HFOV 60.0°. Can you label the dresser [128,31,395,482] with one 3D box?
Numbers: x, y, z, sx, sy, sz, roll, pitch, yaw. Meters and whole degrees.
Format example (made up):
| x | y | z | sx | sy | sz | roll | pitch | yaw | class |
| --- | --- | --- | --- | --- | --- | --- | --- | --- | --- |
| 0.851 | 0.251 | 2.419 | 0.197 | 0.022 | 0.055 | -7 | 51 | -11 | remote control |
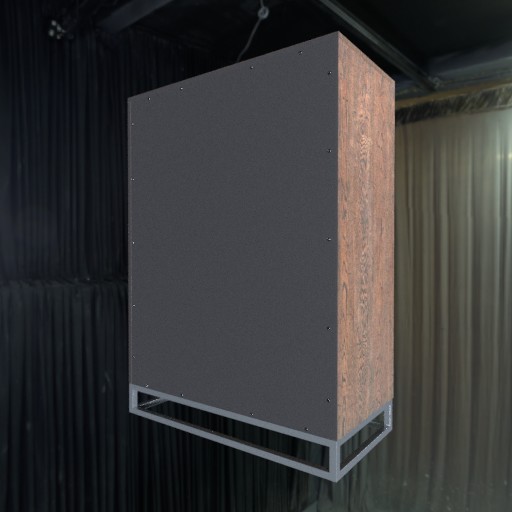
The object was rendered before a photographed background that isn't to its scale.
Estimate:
| x | y | z | sx | sy | sz | roll | pitch | yaw | class |
| --- | --- | --- | --- | --- | --- | --- | --- | --- | --- |
| 0.000 | 0.000 | 1.784 | 0.965 | 1.321 | 0.508 | 1 | 1 | 36 | dresser |
